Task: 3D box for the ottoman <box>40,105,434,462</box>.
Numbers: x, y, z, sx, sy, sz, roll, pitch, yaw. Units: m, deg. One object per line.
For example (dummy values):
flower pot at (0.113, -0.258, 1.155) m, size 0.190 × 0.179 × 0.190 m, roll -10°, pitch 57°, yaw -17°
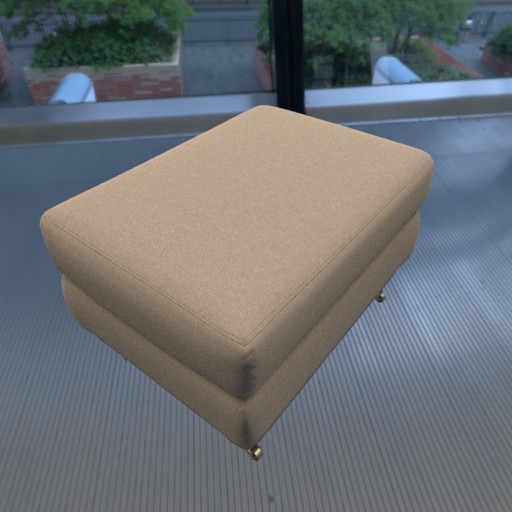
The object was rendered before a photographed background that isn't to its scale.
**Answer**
ottoman at (0.000, 0.000, 1.115) m, size 0.574 × 0.497 × 0.773 m, roll 27°, pitch 47°, yaw 28°
